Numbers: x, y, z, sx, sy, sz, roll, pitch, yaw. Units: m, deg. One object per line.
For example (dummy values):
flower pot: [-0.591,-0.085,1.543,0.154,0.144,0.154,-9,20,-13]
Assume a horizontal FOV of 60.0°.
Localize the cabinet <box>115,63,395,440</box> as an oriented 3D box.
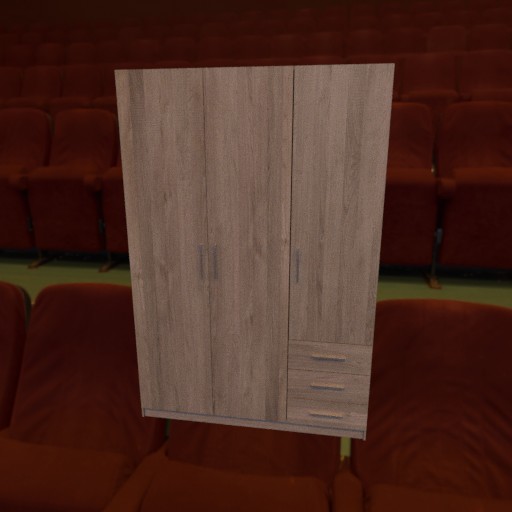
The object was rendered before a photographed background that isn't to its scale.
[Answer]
cabinet: [0.000,0.000,2.491,1.290,1.910,0.510,3,16,9]
